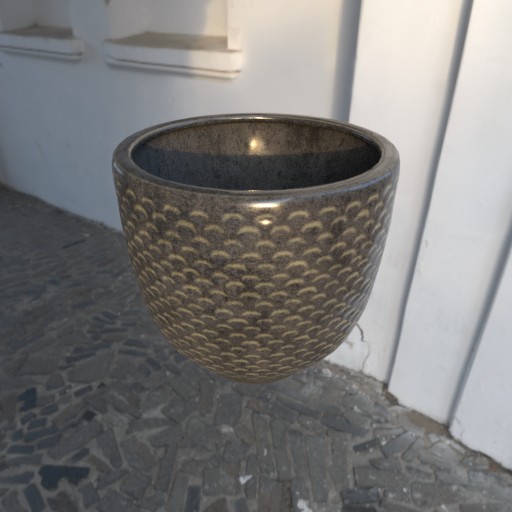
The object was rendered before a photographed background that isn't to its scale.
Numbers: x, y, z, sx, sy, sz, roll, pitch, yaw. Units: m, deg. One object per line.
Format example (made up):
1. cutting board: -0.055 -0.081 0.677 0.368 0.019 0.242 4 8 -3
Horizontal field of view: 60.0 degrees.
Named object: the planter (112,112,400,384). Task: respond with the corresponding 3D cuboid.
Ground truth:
1. planter: 0.000 0.000 0.311 0.172 0.160 0.172 0 30 0
